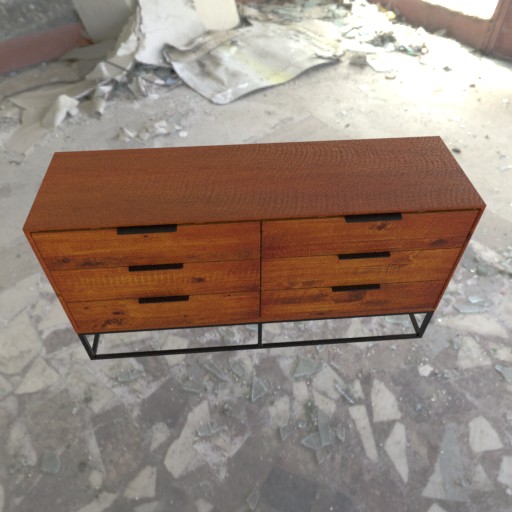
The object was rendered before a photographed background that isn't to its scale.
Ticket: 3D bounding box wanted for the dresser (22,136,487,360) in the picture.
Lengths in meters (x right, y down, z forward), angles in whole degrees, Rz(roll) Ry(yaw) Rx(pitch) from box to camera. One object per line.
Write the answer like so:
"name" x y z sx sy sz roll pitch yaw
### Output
"dresser" 0.000 0.000 1.896 1.536 0.810 0.464 -3 46 -3
